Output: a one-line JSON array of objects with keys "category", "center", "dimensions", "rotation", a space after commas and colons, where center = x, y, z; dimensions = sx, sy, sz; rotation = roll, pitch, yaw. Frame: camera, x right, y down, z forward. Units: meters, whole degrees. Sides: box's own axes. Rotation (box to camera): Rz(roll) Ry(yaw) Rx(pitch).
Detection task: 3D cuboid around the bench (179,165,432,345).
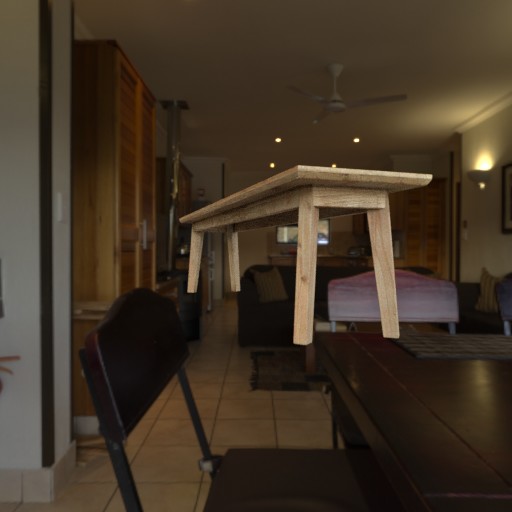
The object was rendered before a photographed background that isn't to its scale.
[{"category": "bench", "center": [0.000, 0.000, 1.880], "dimensions": [0.378, 0.431, 1.698], "rotation": [0, 1, -19]}]
